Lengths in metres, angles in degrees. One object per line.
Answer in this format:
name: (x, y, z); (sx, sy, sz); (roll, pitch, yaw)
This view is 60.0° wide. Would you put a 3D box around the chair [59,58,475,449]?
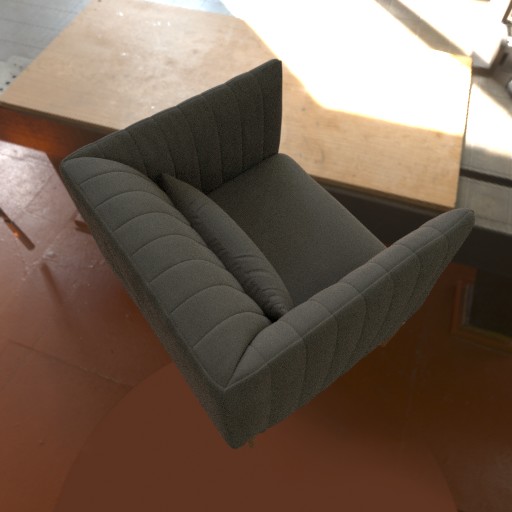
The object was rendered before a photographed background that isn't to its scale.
chair: (0.000, 0.000, 1.592); (0.873, 0.779, 0.981); (-32, 63, -19)
